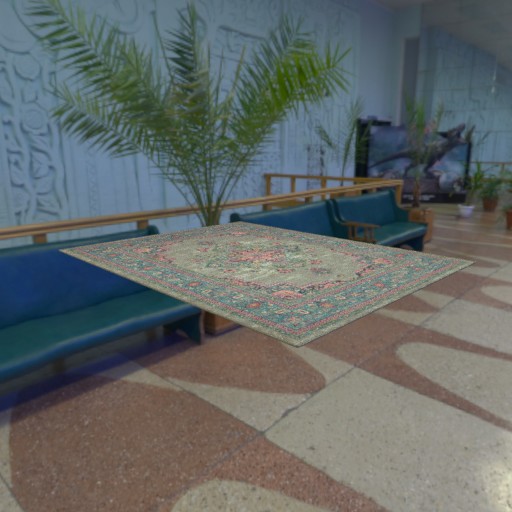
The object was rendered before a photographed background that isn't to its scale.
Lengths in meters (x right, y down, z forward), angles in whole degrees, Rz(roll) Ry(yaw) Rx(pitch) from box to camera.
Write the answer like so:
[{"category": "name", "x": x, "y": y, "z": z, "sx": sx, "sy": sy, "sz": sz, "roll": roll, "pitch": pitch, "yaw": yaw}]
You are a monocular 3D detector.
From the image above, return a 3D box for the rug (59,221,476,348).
[{"category": "rug", "x": 0.000, "y": 0.000, "z": 4.116, "sx": 2.434, "sy": 0.013, "sz": 3.057, "roll": -13, "pitch": 19, "yaw": -43}]
